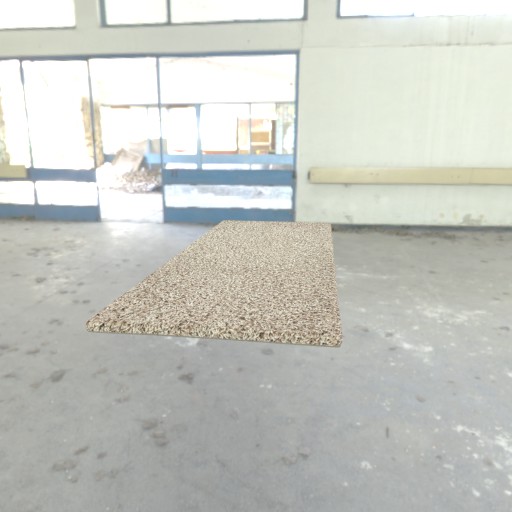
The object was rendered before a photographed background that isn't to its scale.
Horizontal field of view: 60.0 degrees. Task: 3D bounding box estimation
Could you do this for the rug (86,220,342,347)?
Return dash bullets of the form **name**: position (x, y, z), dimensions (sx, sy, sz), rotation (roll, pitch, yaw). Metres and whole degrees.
- **rug**: position (0.000, 0.000, 1.748), dimensions (0.609, 0.030, 1.524), rotation (2, 14, 8)
